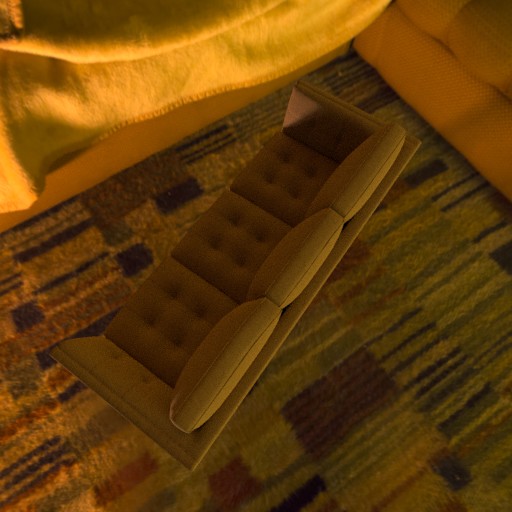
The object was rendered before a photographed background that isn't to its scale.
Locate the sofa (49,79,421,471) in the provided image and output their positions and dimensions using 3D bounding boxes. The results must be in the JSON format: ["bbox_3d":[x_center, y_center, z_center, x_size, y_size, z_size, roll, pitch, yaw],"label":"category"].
[{"bbox_3d":[0.000,0.000,2.859,0.965,0.940,2.388,33,69,14],"label":"sofa"}]
